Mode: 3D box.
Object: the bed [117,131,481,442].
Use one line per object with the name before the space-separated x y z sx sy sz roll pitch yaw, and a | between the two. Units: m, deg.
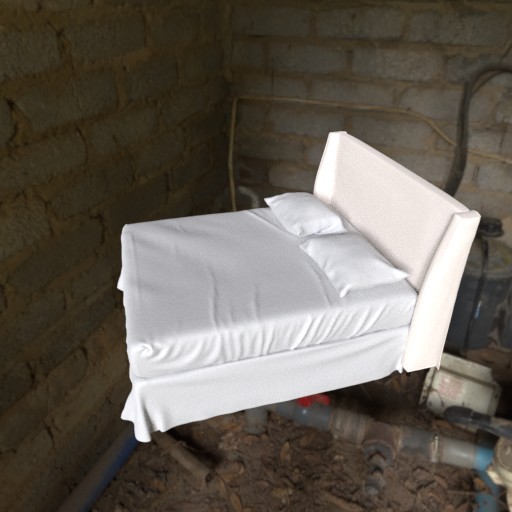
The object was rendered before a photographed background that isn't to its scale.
bed | 0.000 0.000 3.474 2.276 1.332 1.925 -8 32 -13
